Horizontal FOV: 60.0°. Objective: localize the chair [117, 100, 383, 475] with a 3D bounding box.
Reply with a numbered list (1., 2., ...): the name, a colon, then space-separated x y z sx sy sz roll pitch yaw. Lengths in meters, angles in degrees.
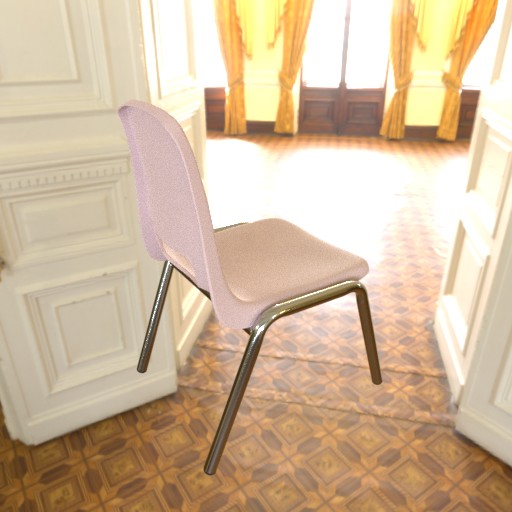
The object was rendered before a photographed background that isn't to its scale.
1. chair: 0.000 0.000 0.841 0.423 0.586 0.354 -17 31 -31
